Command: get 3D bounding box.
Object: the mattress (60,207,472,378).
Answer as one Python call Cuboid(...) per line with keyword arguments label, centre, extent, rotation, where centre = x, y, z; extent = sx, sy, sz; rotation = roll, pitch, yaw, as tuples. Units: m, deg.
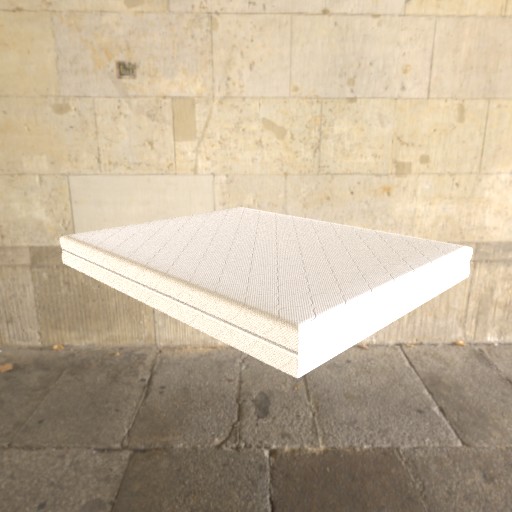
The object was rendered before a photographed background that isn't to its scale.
Cuboid(label="mattress", centre=(0.000, 0.000, 2.751), extent=(2.000, 0.200, 1.600), rotation=(15, 22, 43))
